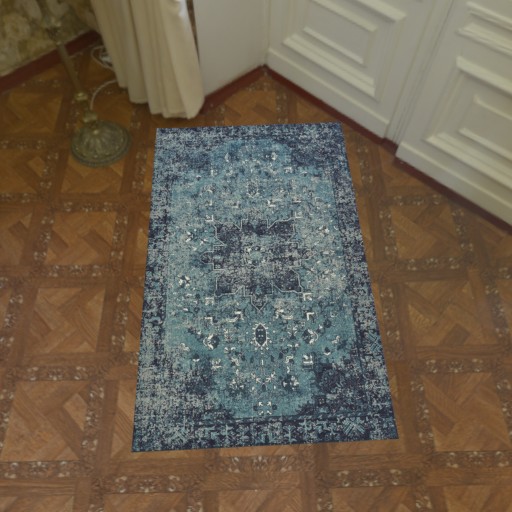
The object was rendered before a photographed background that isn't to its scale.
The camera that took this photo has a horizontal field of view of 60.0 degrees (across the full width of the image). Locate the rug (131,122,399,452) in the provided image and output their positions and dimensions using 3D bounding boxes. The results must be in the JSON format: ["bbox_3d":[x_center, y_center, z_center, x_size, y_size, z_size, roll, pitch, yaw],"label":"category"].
[{"bbox_3d":[0.000,0.000,3.085,1.525,0.007,2.440,-2,62,-1],"label":"rug"}]
